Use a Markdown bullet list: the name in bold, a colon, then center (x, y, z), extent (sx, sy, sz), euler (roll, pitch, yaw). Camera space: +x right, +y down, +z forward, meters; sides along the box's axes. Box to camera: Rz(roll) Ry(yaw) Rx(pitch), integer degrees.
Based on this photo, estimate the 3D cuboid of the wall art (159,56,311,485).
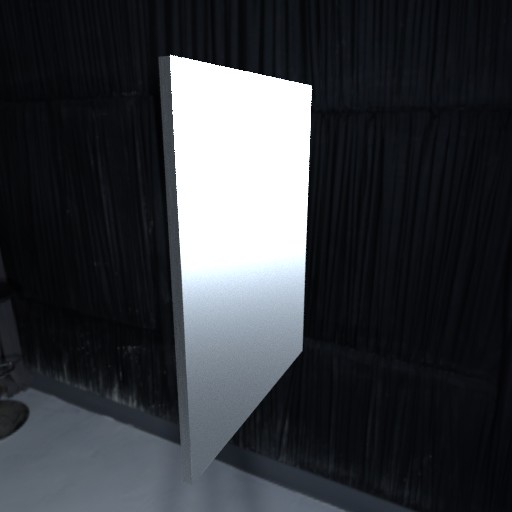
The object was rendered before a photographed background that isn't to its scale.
- **wall art**: center (0.000, 0.000, 1.381), extent (0.030, 1.046, 0.816), euler (8, 18, 25)
